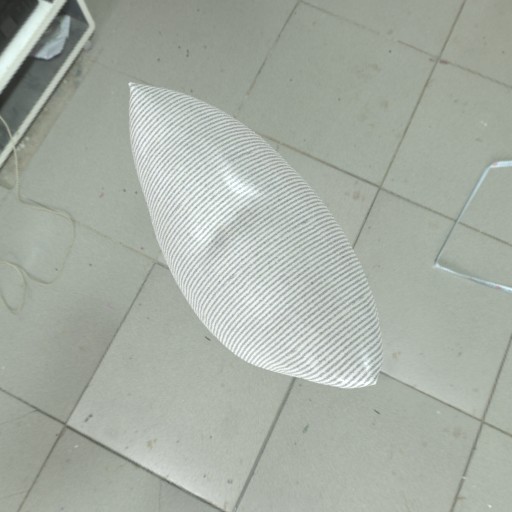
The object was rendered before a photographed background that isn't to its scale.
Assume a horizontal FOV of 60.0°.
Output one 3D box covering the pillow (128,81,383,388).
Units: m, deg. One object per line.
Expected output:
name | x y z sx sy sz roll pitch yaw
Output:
pillow | 0.000 0.000 0.695 0.310 0.432 0.387 -3 77 -1
